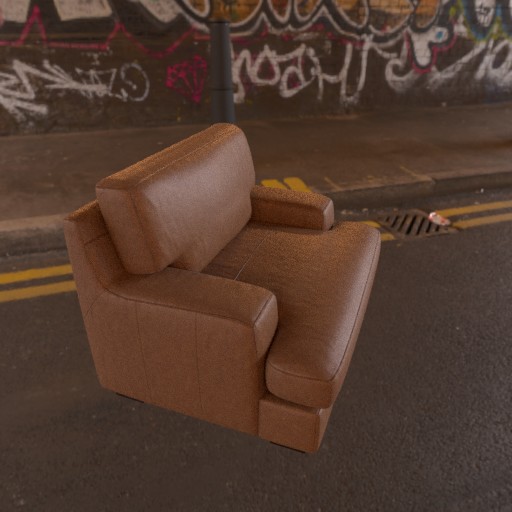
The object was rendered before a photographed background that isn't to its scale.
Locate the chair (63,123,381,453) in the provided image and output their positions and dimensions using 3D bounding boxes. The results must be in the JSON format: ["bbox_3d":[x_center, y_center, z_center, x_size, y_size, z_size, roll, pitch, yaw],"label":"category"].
[{"bbox_3d":[0.000,0.000,2.038,1.050,0.978,1.276,10,30,18],"label":"chair"}]
